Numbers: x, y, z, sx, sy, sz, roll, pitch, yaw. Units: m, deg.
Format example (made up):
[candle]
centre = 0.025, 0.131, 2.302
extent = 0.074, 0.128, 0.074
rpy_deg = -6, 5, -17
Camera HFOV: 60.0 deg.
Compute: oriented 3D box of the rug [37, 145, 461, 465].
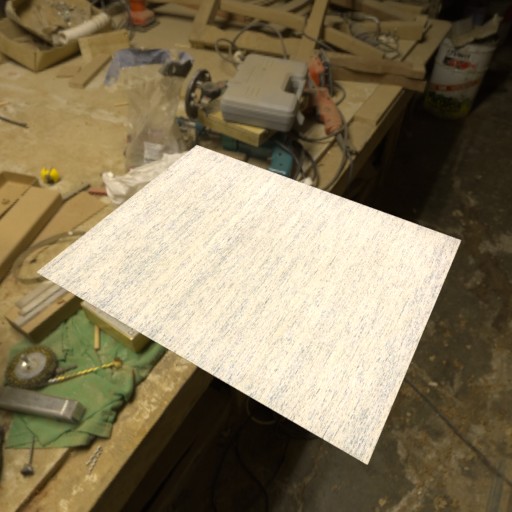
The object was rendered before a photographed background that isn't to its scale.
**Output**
[rug]
centre = 0.000, 0.000, 4.179
extent = 3.197, 0.006, 2.438
rpy_deg = 24, 51, 21
